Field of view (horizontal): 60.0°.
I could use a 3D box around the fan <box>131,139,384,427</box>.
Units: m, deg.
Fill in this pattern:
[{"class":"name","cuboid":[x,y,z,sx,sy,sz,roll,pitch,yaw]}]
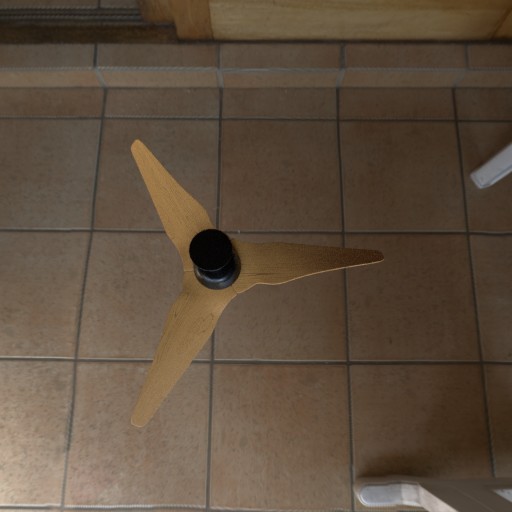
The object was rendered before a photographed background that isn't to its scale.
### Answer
[{"class":"fan","cuboid":[0.000,0.000,1.649,1.010,0.355,1.142,-5,77,-1]}]
